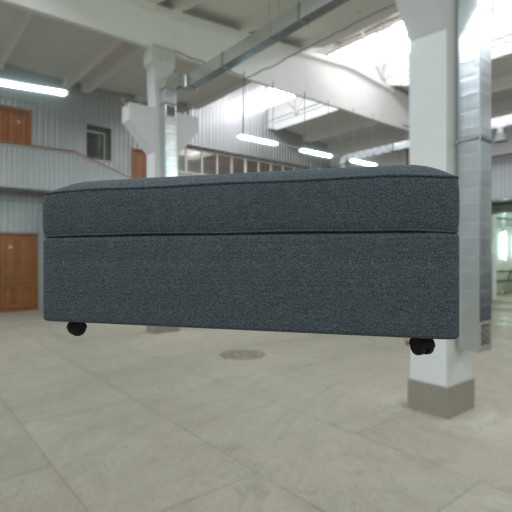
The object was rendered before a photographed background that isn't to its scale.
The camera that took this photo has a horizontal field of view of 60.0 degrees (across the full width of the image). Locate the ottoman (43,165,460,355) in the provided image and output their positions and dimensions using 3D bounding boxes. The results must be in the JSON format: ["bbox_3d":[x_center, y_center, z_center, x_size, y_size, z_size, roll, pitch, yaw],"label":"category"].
[{"bbox_3d":[0.000,0.000,1.493,1.173,0.494,0.681,0,0,15],"label":"ottoman"}]
